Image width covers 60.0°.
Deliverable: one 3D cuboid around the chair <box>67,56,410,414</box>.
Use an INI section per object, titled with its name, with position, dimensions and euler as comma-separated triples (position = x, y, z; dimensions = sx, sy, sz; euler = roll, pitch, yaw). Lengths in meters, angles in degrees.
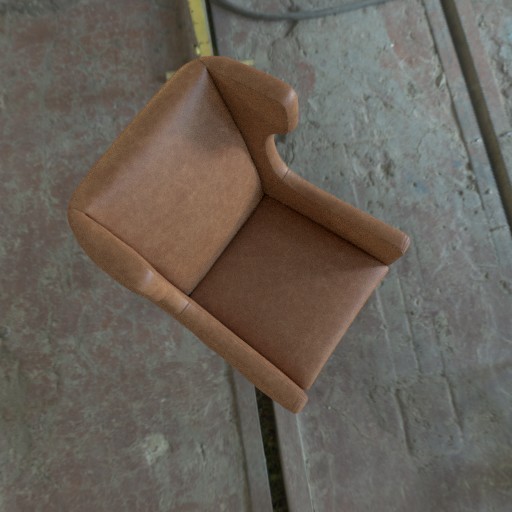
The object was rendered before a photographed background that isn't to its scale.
[chair]
position = 0.000, 0.000, 1.643
dimensions = 0.899, 1.079, 0.766
euler = 35, 79, 8
